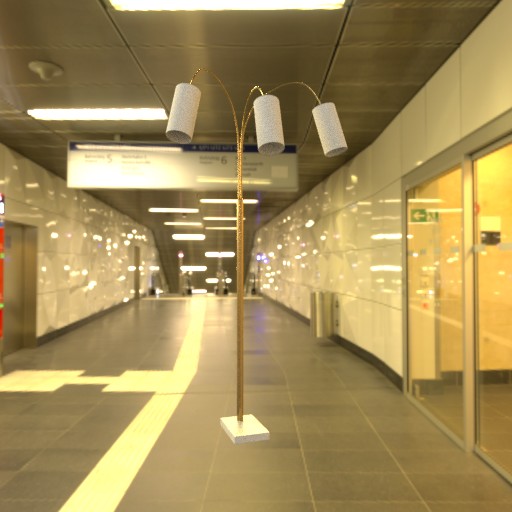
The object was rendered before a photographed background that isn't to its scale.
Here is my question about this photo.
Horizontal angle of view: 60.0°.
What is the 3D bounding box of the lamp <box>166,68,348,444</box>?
[{"bbox_3d":[0.000,0.000,2.456,1.020,2.055,0.667,0,-1,-19],"label":"lamp"}]
